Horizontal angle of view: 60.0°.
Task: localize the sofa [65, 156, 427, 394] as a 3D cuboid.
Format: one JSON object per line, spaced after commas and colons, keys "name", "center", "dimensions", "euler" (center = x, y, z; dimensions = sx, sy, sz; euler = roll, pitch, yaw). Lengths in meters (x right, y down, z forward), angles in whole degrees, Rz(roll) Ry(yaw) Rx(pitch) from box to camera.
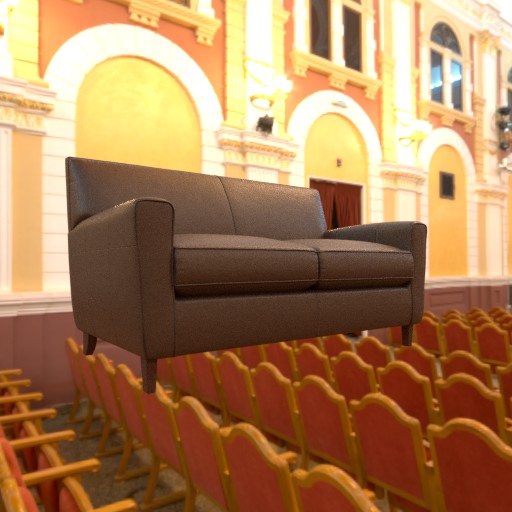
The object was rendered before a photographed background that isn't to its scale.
{"name": "sofa", "center": [0.000, 0.000, 2.028], "dimensions": [1.468, 0.859, 0.853], "euler": [1, -1, -36]}
